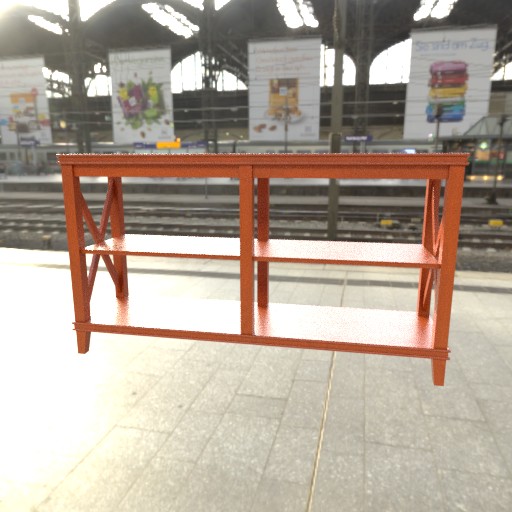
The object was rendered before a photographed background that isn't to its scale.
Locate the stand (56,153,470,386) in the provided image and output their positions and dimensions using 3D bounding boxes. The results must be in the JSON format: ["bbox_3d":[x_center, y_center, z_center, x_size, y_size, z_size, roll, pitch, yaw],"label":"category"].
[{"bbox_3d":[0.000,0.000,1.706,1.372,0.762,0.381,2,12,11],"label":"stand"}]
